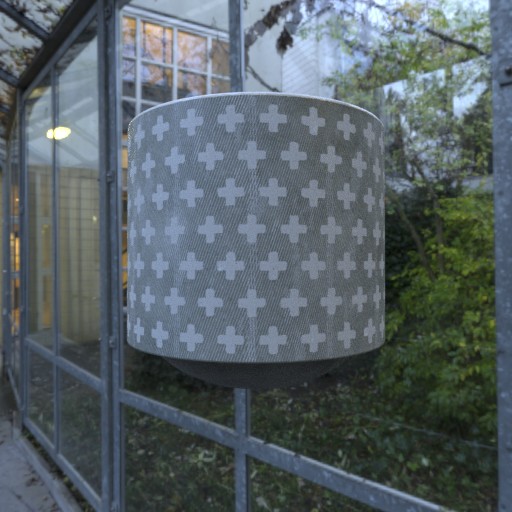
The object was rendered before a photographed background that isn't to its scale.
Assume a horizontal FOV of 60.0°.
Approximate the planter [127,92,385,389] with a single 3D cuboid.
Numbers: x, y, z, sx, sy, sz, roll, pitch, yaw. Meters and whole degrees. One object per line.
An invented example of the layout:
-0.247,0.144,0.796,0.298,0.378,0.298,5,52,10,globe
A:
0.000,0.000,0.448,0.250,0.239,0.250,0,-1,0,planter
